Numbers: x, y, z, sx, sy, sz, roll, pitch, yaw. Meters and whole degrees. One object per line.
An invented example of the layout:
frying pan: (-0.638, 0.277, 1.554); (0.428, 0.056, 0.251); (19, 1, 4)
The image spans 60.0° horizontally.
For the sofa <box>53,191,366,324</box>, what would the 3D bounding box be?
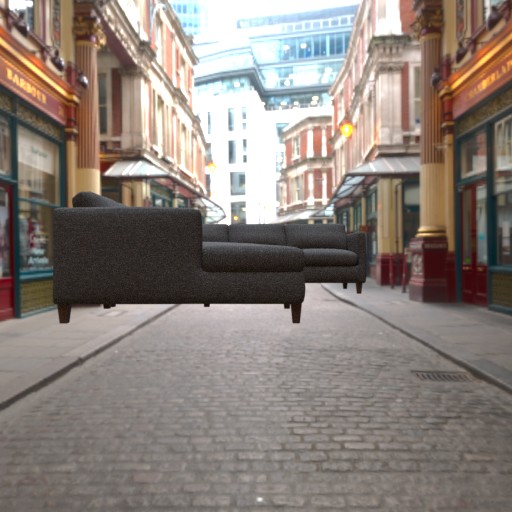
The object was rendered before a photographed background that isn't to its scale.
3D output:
sofa: (0.000, 0.000, 4.308); (2.551, 0.853, 3.238); (0, 0, 0)
